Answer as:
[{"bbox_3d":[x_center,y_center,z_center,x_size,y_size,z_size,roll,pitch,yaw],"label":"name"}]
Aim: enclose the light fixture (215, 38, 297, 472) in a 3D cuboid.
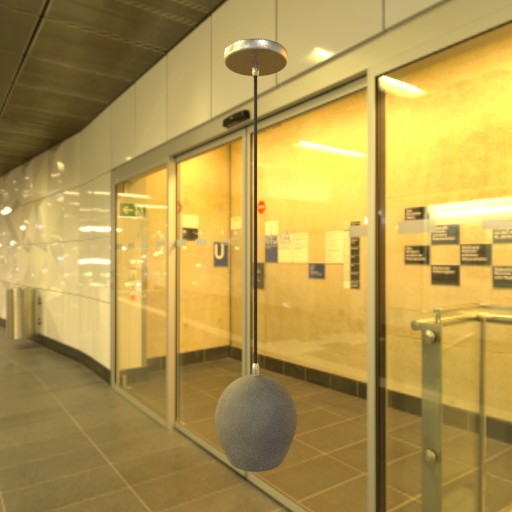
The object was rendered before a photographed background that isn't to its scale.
[{"bbox_3d":[0.000,0.000,0.831,0.153,0.760,0.153,0,0,35],"label":"light fixture"}]
